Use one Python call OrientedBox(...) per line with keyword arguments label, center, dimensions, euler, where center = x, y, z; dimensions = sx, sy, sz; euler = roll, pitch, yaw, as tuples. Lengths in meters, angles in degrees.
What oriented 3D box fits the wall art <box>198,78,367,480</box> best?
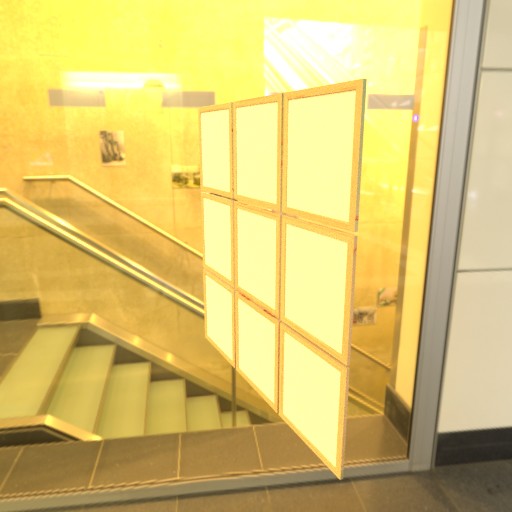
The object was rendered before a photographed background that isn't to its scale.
OrientedBox(label="wall art", center=(0.000, 0.000, 1.807), dimensions=(0.013, 1.219, 1.214), euler=(-7, 16, -26))
